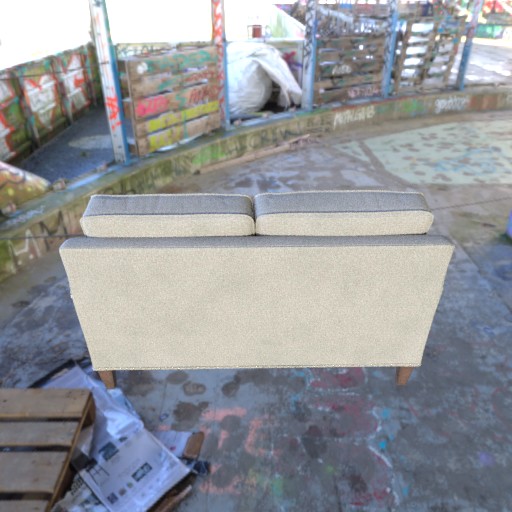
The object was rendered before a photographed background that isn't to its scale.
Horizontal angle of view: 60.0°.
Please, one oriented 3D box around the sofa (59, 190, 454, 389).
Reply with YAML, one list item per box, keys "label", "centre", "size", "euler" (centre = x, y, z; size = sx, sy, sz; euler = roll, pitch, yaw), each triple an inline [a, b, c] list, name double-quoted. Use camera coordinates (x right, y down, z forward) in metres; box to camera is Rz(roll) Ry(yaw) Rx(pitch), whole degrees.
- label: "sofa"
  centre: [0.000, 0.000, 2.303]
  size: [1.597, 1.003, 1.084]
  euler: [-1, 31, -1]
